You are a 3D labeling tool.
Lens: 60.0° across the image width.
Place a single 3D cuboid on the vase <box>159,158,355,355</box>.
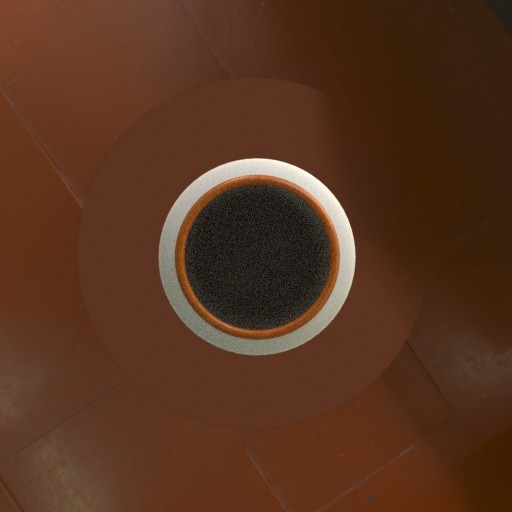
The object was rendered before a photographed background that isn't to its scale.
[{"bbox_3d":[0.000,0.000,0.363,0.133,0.282,0.133,0,90,0],"label":"vase"}]
